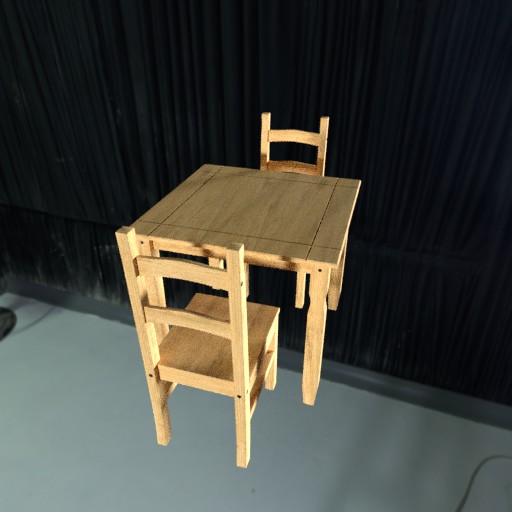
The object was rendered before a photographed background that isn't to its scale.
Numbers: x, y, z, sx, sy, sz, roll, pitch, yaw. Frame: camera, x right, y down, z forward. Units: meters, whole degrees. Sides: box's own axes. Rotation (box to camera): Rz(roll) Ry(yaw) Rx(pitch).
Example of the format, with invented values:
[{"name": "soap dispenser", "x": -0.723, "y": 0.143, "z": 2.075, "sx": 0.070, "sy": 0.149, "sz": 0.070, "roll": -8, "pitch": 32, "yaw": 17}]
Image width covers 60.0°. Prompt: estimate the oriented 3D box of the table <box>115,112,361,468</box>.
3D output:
[{"name": "table", "x": 0.000, "y": 0.000, "z": 2.041, "sx": 0.813, "sy": 0.942, "sz": 1.501, "roll": 9, "pitch": 32, "yaw": 14}]
